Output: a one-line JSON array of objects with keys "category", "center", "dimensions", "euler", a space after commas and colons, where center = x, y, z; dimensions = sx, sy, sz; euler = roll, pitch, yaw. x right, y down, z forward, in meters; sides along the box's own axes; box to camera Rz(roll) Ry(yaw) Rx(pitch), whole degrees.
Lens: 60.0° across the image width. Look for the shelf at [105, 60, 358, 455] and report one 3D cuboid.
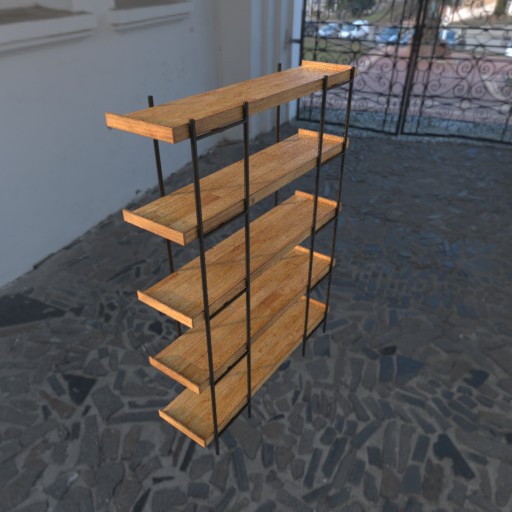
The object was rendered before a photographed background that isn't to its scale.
[{"category": "shelf", "center": [0.000, 0.000, 2.450], "dimensions": [0.379, 1.826, 1.371], "euler": [21, 38, 30]}]
